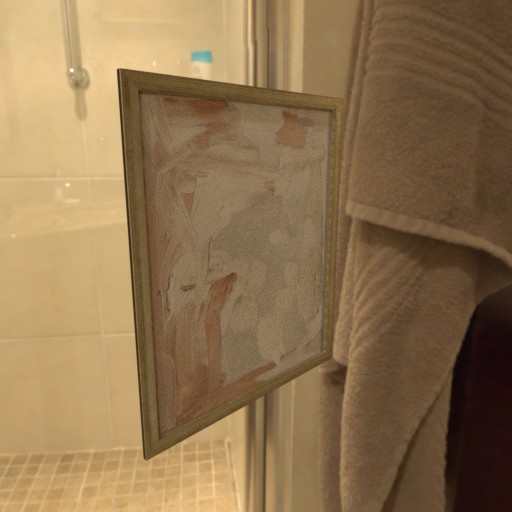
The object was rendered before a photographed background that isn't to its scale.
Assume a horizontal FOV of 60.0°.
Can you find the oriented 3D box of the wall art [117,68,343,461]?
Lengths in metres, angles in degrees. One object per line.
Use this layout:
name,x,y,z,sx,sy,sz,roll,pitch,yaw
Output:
wall art,0.000,0.000,0.778,0.009,0.559,0.483,13,19,43
